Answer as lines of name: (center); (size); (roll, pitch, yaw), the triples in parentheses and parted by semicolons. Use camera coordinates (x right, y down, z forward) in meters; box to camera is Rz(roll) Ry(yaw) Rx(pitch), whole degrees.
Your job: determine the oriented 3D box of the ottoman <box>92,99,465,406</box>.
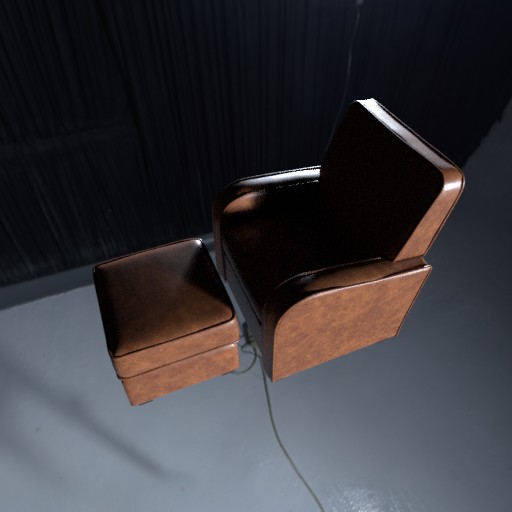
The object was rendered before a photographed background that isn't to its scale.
ottoman: (0.000, 0.000, 1.842); (1.314, 0.904, 0.732); (-16, 49, -15)
